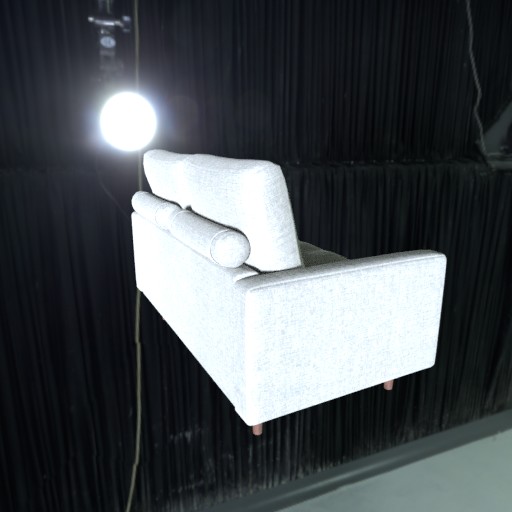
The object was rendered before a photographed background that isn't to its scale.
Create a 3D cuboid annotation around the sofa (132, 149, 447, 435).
[{"bbox_3d":[0.000,0.000,1.985,0.842,0.907,1.407,-8,17,-27],"label":"sofa"}]
